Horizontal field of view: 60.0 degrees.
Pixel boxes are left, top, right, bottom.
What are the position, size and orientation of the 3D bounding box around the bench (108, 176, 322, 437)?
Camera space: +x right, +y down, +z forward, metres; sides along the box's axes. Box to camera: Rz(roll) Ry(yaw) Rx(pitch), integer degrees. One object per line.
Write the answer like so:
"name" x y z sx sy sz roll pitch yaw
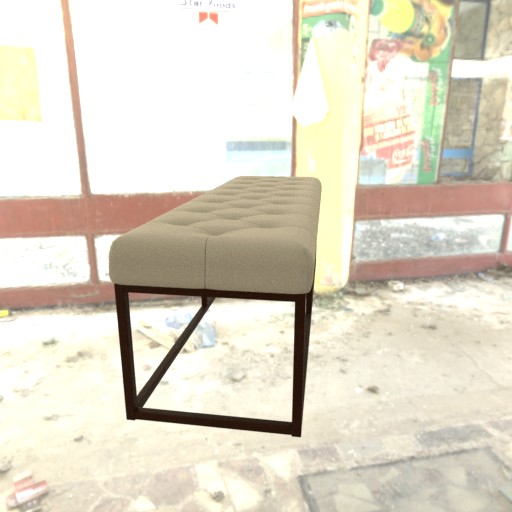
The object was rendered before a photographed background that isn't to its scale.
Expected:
"bench" 0.000 0.000 1.737 0.479 0.488 1.488 2 16 8
